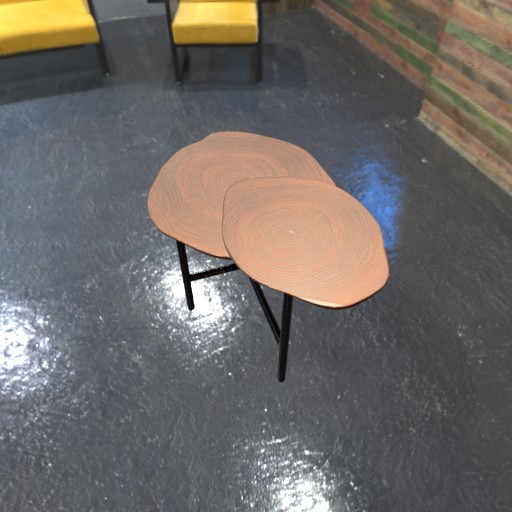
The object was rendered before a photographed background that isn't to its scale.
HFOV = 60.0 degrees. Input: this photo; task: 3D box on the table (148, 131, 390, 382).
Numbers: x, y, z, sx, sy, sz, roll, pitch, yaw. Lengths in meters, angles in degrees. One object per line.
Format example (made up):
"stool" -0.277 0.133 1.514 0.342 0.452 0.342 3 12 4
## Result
"table" 0.000 0.000 1.061 0.442 0.538 0.759 -13 47 -12
